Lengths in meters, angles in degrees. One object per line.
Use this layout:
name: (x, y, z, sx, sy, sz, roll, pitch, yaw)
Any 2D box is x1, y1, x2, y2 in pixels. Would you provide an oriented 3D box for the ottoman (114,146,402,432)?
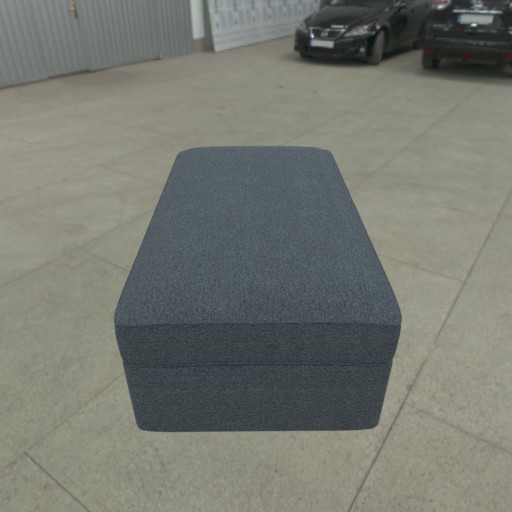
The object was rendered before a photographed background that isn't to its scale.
ottoman: (0.000, 0.000, 1.591, 0.681, 0.494, 1.173, 0, 33, 0)
